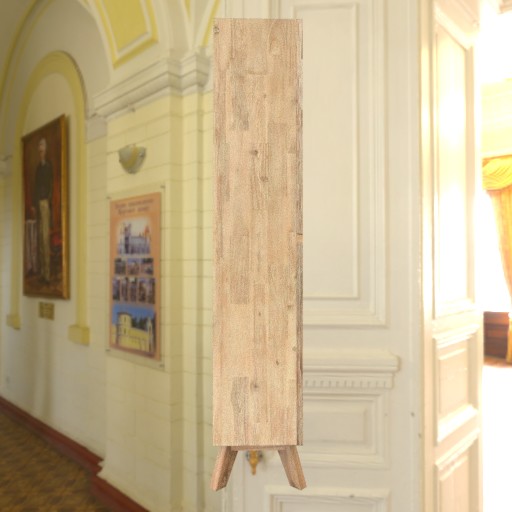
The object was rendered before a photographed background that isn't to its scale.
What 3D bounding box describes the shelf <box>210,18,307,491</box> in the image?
[{"bbox_3d":[0.000,0.000,1.745,0.308,1.471,0.748,0,-1,-1],"label":"shelf"}]
